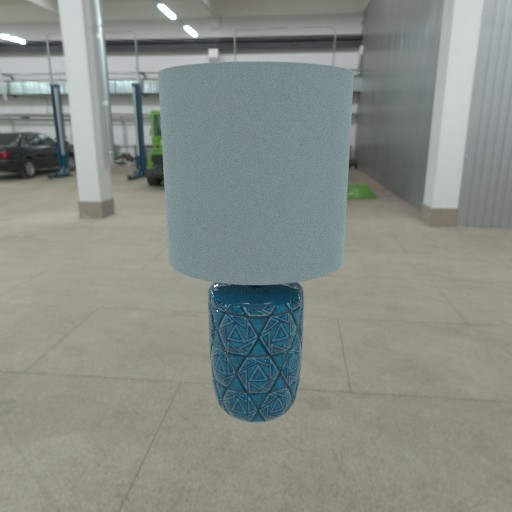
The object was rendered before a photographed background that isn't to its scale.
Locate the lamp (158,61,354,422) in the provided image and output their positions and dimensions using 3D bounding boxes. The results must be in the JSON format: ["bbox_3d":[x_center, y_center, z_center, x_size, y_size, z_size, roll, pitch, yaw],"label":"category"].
[{"bbox_3d":[0.000,0.000,0.497,0.193,0.377,0.193,-9,18,-28],"label":"lamp"}]
